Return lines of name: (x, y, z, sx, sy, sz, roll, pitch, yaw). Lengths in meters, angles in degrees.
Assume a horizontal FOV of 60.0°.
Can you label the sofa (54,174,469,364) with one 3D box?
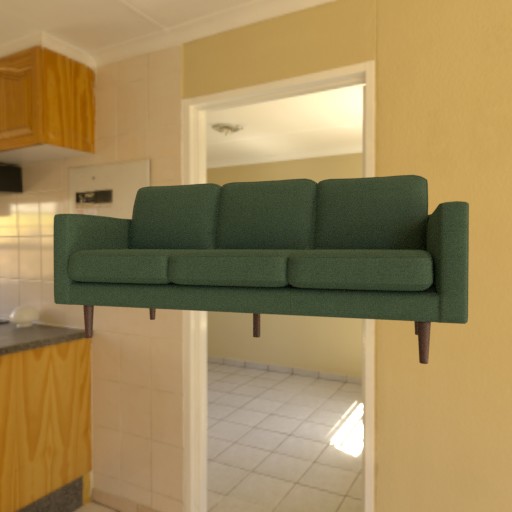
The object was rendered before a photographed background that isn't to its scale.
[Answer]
sofa: (0.000, 0.000, 2.439, 2.029, 0.899, 0.879, 0, 1, 18)
